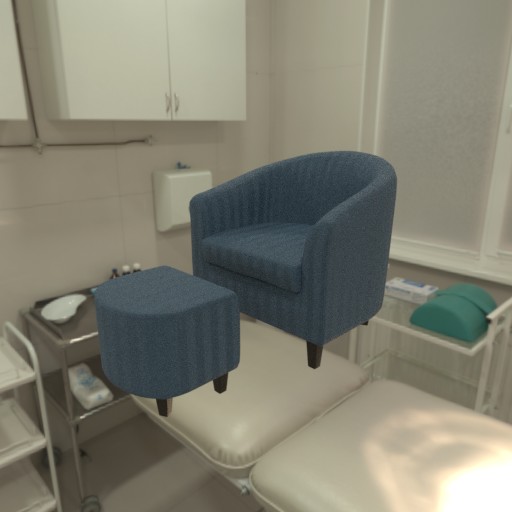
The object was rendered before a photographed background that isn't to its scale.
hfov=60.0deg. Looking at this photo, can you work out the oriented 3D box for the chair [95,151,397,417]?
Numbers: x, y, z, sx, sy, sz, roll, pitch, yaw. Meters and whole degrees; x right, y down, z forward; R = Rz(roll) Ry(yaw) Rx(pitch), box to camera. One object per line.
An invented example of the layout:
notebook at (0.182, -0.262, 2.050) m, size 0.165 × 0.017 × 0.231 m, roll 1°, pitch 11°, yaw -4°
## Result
chair at (0.000, 0.000, 1.752) m, size 1.288 × 0.757 × 0.756 m, roll -16°, pitch 23°, yaw -42°
